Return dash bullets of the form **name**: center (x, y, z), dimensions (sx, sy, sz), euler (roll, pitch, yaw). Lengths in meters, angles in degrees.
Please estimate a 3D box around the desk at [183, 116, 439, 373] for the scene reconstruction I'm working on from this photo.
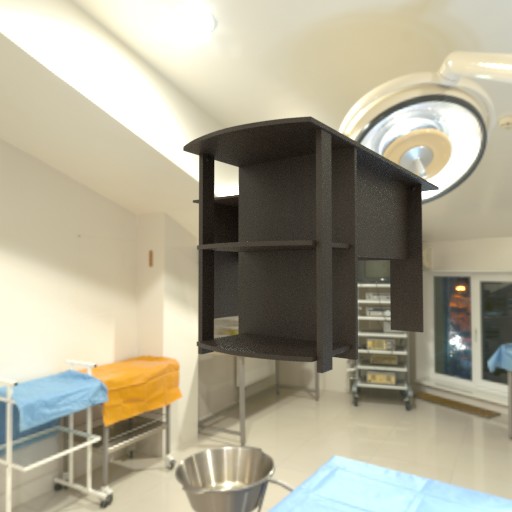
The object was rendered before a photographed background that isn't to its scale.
- **desk**: center (0.000, 0.000, 2.089), dimensions (1.303, 0.716, 1.361), euler (-1, -2, 37)
